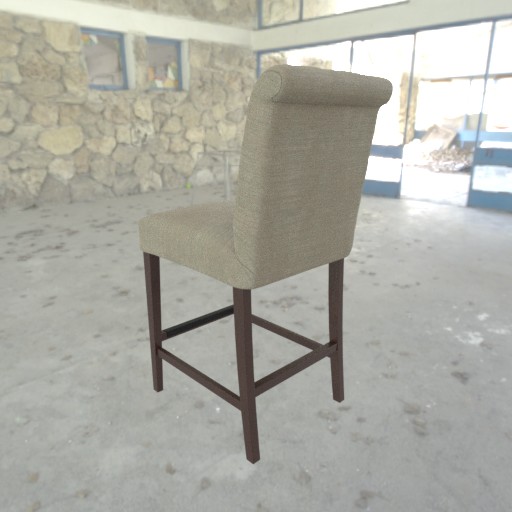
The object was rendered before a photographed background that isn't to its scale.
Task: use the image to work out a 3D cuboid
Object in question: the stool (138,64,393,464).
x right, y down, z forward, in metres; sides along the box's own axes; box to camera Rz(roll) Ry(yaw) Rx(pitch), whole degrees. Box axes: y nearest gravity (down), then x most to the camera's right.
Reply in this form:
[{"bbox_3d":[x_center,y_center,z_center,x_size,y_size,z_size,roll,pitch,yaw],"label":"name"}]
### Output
[{"bbox_3d":[0.000,0.000,1.448,0.486,1.084,0.660,-16,23,-42],"label":"stool"}]
